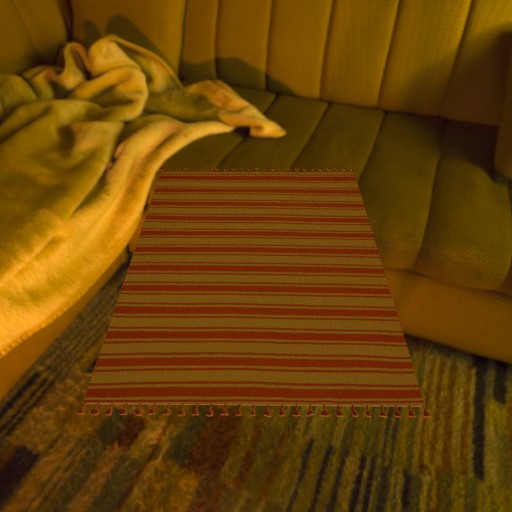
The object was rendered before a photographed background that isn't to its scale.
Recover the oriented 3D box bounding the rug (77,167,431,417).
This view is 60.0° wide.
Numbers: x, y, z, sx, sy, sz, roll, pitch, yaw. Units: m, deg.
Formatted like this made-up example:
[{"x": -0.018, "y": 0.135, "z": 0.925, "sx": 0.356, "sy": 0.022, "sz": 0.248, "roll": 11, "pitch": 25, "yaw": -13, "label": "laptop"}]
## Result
[{"x": 0.000, "y": 0.000, "z": 4.327, "sx": 2.451, "sy": 0.035, "sz": 3.369, "roll": 0, "pitch": 41, "yaw": 0, "label": "rug"}]
